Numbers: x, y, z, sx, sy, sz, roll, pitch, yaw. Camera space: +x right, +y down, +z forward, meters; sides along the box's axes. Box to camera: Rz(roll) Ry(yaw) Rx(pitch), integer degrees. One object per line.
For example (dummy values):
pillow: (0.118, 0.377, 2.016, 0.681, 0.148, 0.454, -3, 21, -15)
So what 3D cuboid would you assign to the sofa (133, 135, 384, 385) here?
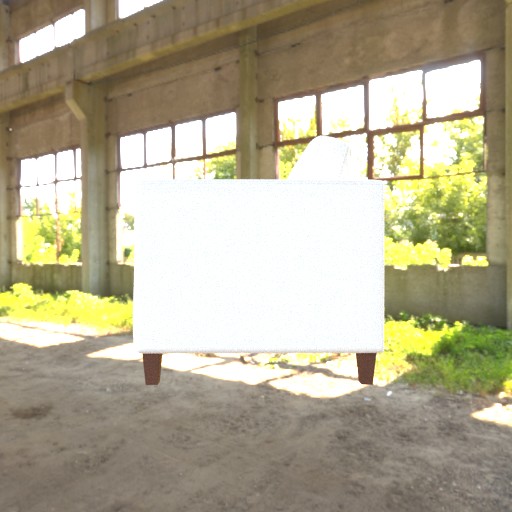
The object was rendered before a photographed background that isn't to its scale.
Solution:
sofa: (0.000, 0.000, 2.611, 0.924, 0.933, 2.139, 0, 0, 0)
